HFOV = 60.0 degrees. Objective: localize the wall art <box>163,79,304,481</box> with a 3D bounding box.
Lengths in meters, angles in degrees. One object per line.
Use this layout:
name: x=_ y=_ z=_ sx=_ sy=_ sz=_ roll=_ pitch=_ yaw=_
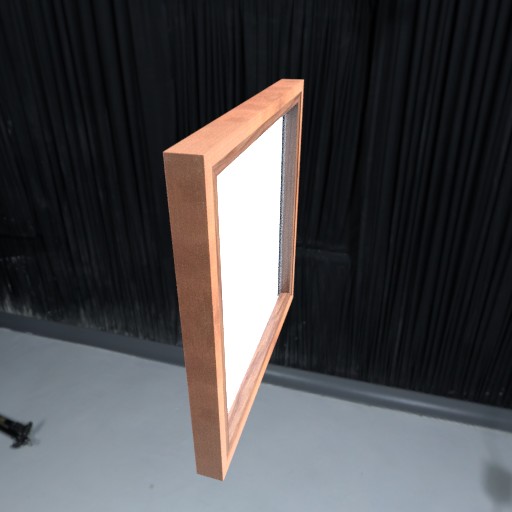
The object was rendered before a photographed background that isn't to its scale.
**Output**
wall art: x=0.000 y=0.000 z=0.610 sx=0.035 sy=0.403 sz=0.403 roll=8 pitch=31 yaw=14
